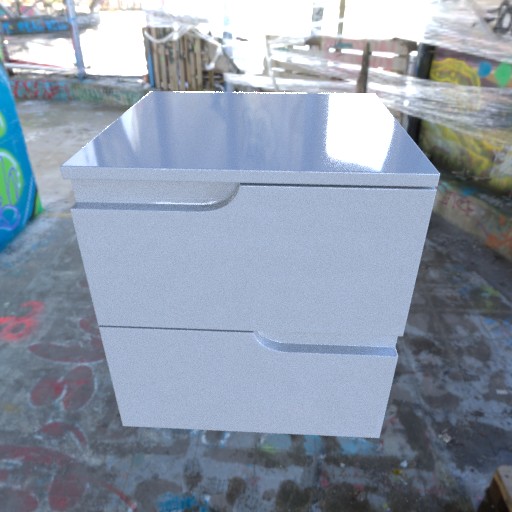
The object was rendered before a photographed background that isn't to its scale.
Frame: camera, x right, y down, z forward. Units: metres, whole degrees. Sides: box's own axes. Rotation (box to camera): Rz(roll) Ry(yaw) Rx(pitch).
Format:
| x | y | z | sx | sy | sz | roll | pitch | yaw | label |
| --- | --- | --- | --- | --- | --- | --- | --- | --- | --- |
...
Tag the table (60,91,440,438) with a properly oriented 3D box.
| x | y | z | sx | sy | sz | roll | pitch | yaw | label |
| --- | --- | --- | --- | --- | --- | --- | --- | --- | --- |
| 0.000 | 0.000 | 0.781 | 0.420 | 0.470 | 0.400 | 2 | 32 | 3 | table |
